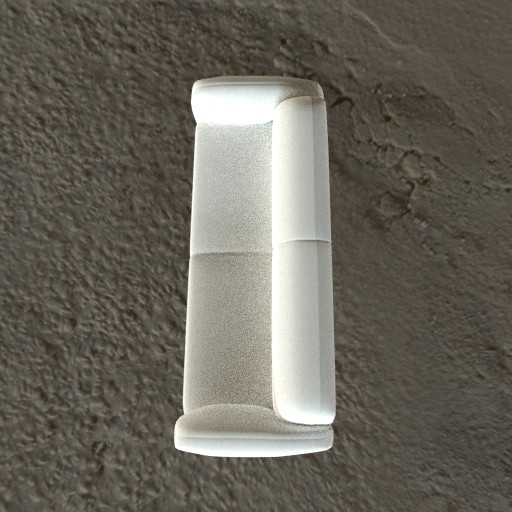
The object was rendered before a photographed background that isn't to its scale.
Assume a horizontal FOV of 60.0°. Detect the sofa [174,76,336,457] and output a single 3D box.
[{"bbox_3d":[0.000,0.000,2.766,0.870,0.780,2.280,1,76,0],"label":"sofa"}]
